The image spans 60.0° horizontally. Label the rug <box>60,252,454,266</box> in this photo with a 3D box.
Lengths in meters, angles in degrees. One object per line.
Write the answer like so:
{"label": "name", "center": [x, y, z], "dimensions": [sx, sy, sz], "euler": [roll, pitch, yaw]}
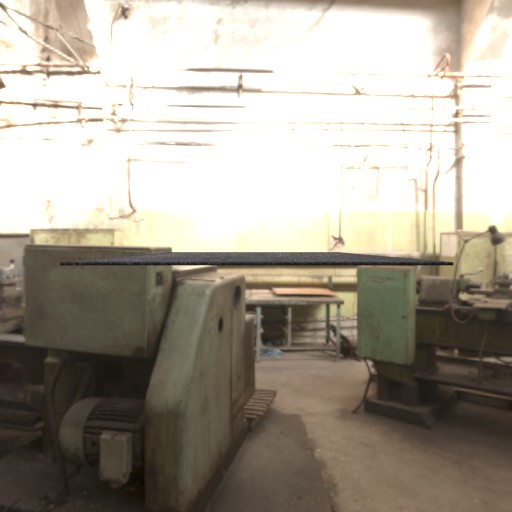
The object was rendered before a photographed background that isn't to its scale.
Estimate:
{"label": "rug", "center": [0.000, 0.000, 2.150], "dimensions": [1.139, 0.010, 1.754], "euler": [0, 1, 0]}
